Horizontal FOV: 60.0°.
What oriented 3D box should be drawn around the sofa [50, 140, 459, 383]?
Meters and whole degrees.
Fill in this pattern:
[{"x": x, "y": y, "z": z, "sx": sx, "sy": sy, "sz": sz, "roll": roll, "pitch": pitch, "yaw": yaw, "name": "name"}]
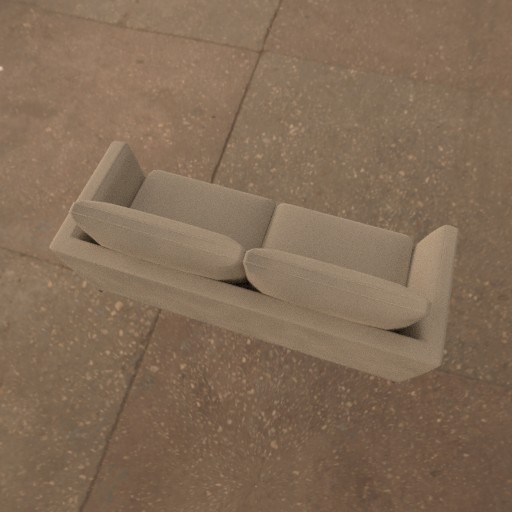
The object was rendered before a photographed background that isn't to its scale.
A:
[{"x": 0.000, "y": 0.000, "z": 2.752, "sx": 2.214, "sy": 1.005, "sz": 0.868, "roll": 16, "pitch": 64, "yaw": 8, "name": "sofa"}]
